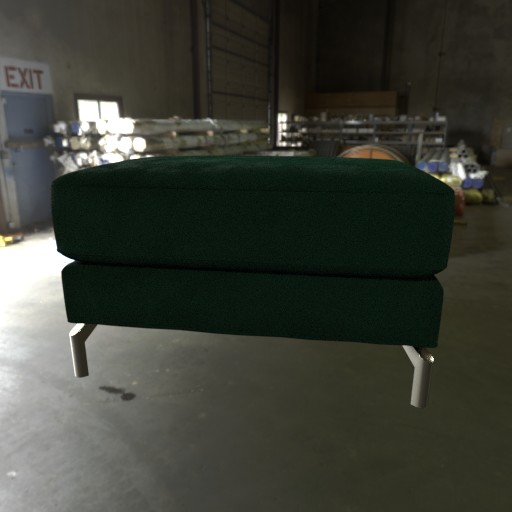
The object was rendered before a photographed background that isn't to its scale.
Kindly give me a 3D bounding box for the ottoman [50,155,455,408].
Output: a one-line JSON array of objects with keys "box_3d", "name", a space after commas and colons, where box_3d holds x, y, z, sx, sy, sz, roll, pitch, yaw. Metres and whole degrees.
[{"box_3d": [0.000, 0.000, 1.226, 0.886, 0.533, 0.536, 2, 17, 8], "name": "ottoman"}]
